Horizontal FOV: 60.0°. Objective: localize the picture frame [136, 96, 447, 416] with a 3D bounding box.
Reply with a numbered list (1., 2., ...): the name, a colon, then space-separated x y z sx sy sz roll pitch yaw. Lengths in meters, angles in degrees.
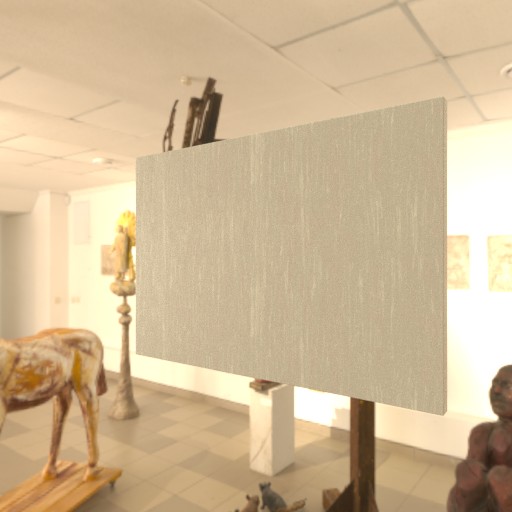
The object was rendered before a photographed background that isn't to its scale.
1. picture frame: 0.000 0.000 1.178 0.950 0.640 0.029 0 0 36
